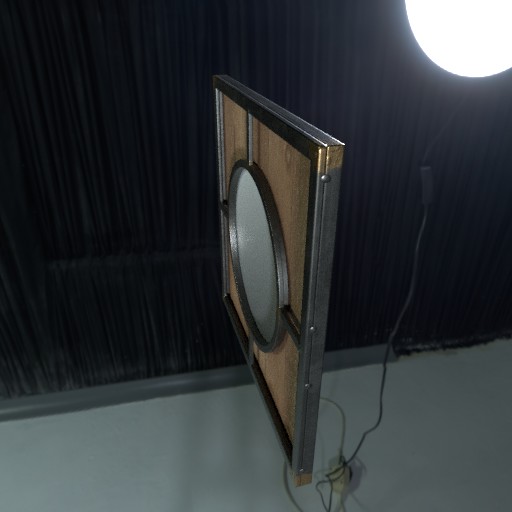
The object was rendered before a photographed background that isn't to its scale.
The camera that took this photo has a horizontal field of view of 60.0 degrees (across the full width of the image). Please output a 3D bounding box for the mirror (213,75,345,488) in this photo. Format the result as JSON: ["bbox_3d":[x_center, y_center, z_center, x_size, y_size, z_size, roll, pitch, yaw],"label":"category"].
[{"bbox_3d":[0.000,0.000,0.560,0.020,0.381,0.382,-8,30,-14],"label":"mirror"}]
